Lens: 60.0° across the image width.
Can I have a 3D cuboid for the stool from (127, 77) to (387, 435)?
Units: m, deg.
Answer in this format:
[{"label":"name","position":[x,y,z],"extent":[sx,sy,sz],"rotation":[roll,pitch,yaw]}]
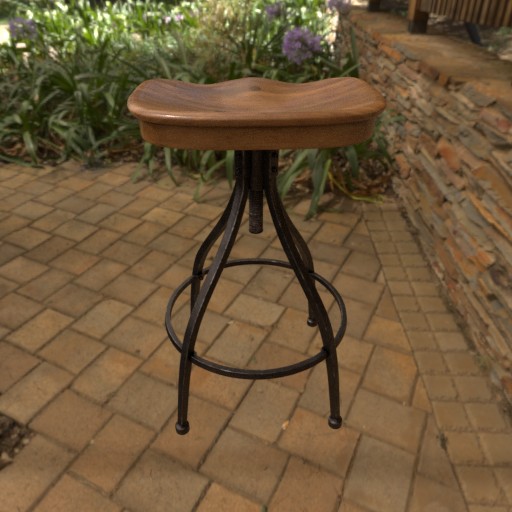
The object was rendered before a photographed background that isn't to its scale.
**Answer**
[{"label":"stool","position":[0.000,0.000,0.963],"extent":[0.432,0.694,0.424],"rotation":[-1,32,-2]}]
